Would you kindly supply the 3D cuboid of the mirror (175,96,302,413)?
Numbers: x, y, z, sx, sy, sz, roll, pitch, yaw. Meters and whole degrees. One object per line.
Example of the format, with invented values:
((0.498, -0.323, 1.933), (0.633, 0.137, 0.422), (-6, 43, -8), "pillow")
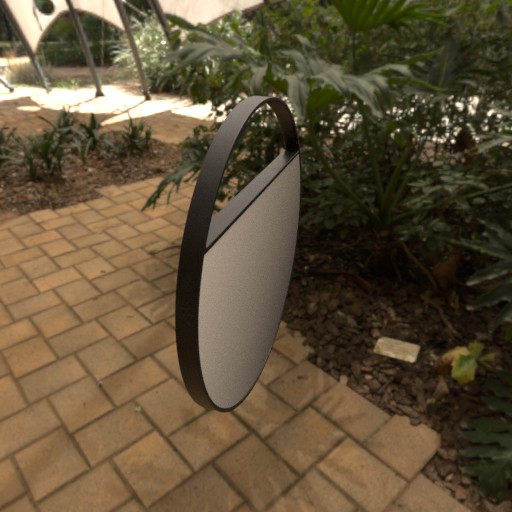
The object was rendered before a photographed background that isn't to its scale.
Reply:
((0.000, 0.000, 0.832), (0.032, 0.565, 0.565), (10, 31, 17), "mirror")
